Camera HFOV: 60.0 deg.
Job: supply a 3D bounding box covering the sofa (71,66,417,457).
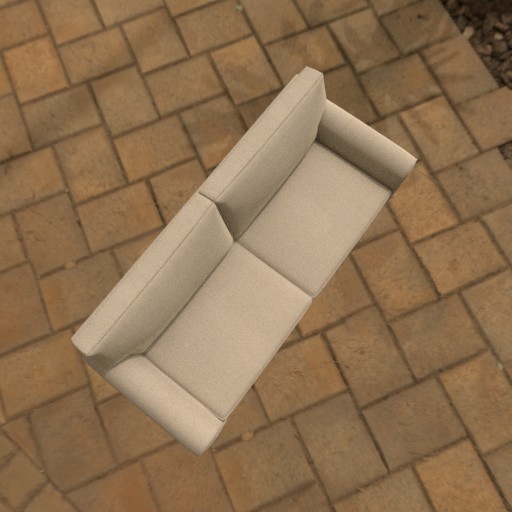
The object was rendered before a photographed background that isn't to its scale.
[{"bbox_3d":[0.000,0.000,2.687,0.901,0.962,2.146,36,78,9],"label":"sofa"}]
